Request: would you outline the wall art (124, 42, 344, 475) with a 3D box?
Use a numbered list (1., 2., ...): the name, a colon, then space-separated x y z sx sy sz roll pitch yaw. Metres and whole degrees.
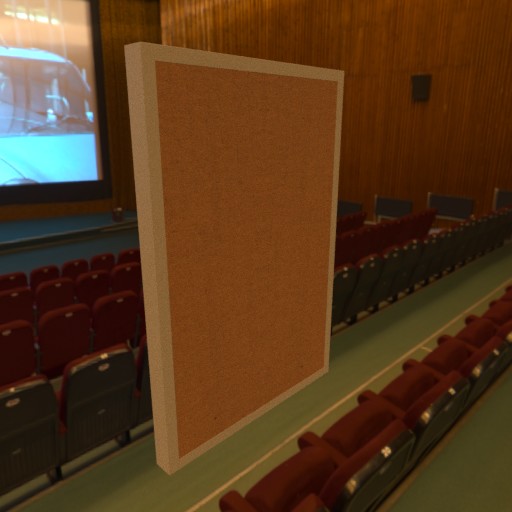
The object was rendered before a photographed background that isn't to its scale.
1. wall art: 0.000 0.000 0.527 0.025 0.428 0.293 16 23 42
